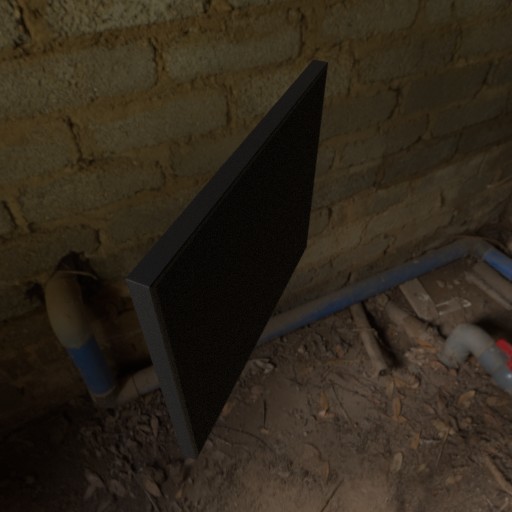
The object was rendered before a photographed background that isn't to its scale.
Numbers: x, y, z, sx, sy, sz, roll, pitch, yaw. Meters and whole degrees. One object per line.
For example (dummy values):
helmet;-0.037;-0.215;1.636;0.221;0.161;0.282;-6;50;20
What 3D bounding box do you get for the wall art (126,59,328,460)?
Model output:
wall art;0.000;0.000;0.765;0.029;0.458;0.559;18;49;16
